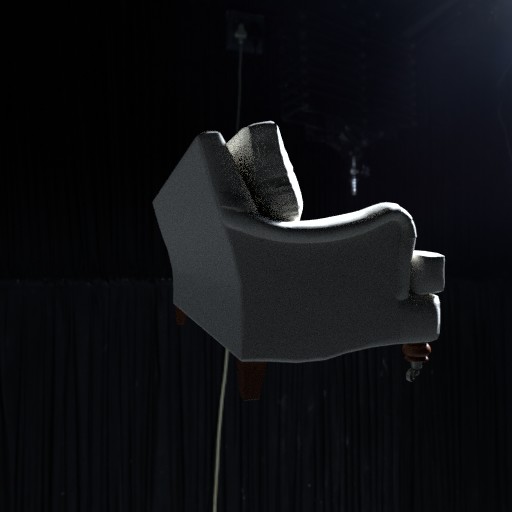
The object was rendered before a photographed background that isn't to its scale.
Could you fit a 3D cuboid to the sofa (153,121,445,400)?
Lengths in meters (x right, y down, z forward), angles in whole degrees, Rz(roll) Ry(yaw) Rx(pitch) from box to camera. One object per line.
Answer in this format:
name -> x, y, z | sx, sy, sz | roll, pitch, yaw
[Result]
sofa -> 0.000, 0.000, 2.722 | 1.086, 1.087, 2.159 | 0, 0, -17
